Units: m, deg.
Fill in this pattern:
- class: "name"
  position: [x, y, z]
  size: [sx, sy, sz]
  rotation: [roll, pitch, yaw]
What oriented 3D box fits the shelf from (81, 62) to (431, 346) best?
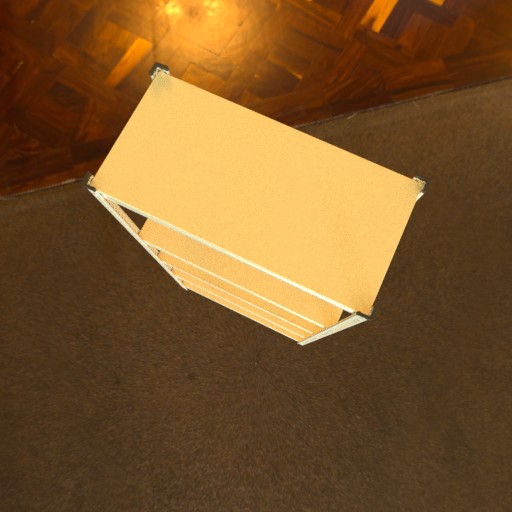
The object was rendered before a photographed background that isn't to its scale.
- class: "shelf"
  position: [0.000, 0.000, 2.173]
  size: [0.914, 1.829, 0.457]
  rotation: [25, 78, 6]
